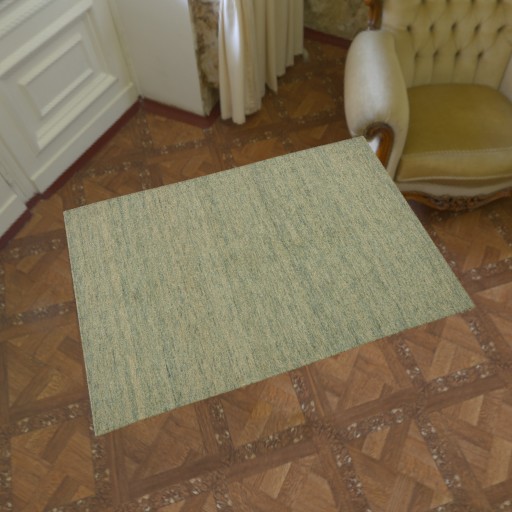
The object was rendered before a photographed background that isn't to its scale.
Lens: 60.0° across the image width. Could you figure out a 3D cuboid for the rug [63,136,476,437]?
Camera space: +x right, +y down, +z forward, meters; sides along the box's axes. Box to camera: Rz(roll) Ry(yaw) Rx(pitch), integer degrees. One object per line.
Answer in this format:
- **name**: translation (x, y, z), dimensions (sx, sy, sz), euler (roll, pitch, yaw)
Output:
- **rug**: translation (0.000, 0.000, 2.870), dimensions (2.283, 0.013, 1.547), euler (-16, 60, -10)
